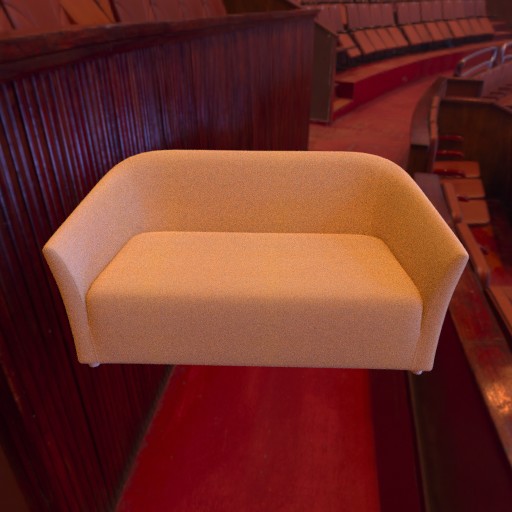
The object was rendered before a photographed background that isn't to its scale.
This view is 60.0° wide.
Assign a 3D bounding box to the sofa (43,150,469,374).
[{"bbox_3d":[0.000,0.000,1.900,1.452,0.721,0.705,1,30,2],"label":"sofa"}]
